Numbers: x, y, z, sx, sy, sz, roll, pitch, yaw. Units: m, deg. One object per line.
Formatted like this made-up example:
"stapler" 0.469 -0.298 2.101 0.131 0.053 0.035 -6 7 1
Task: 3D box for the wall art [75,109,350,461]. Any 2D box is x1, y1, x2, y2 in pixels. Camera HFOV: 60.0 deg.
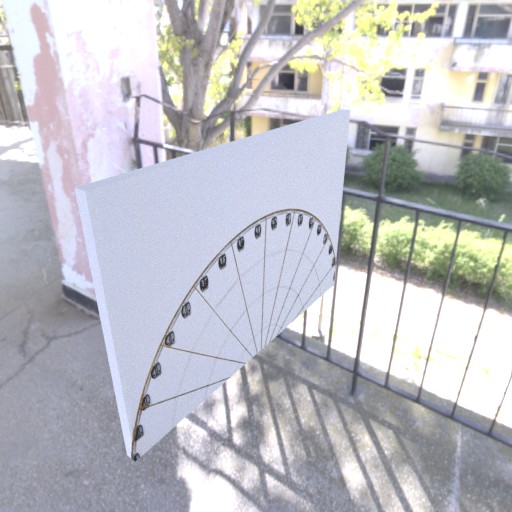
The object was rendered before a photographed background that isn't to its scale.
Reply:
"wall art" 0.000 0.000 1.439 0.038 0.767 1.144 19 33 32
